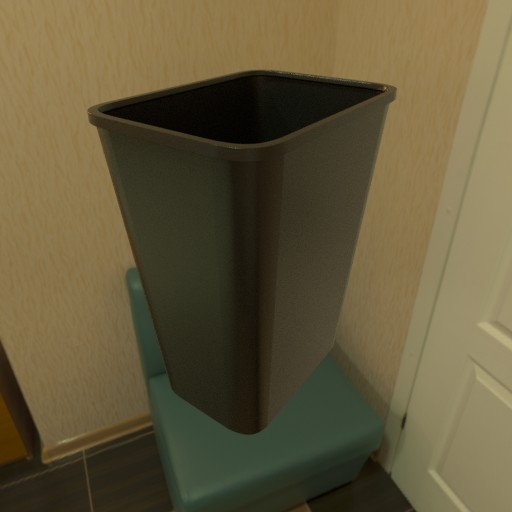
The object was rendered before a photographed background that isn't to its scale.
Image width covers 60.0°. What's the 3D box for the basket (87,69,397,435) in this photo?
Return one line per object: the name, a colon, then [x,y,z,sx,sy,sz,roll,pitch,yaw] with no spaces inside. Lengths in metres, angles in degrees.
basket: [0.000,0.000,0.753,0.287,0.521,0.394,21,38,30]
